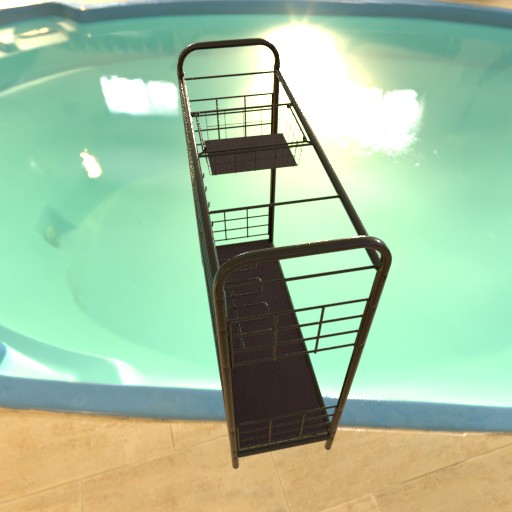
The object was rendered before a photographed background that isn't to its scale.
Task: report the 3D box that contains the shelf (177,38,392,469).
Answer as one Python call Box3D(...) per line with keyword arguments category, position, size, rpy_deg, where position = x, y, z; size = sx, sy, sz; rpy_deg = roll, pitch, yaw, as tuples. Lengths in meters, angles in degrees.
Box3D(category="shelf", position=(0.000, 0.000, 1.465), size=(0.350, 1.026, 0.961), rpy_deg=(-8, 47, -8))
